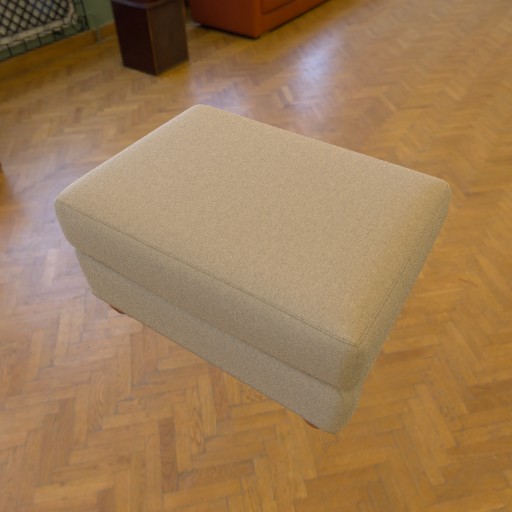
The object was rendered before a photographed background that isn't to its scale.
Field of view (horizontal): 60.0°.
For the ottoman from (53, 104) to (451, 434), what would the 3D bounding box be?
[{"bbox_3d":[0.000,0.000,1.149,0.773,0.497,0.574,24,50,22],"label":"ottoman"}]
